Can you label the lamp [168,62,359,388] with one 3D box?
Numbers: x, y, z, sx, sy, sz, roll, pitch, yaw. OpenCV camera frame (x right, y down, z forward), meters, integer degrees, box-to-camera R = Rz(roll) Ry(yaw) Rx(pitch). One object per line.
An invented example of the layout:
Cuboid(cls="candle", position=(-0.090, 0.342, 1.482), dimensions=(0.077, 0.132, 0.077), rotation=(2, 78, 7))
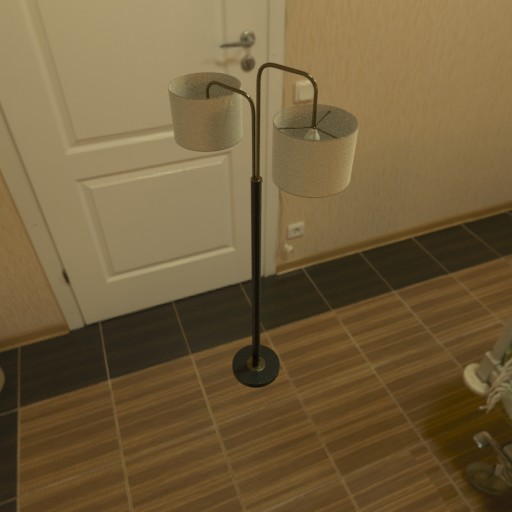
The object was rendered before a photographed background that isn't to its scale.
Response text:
Cuboid(cls="lamp", position=(0.000, 0.000, 1.859), dimensions=(0.711, 1.587, 0.254), rotation=(28, 49, 29))
